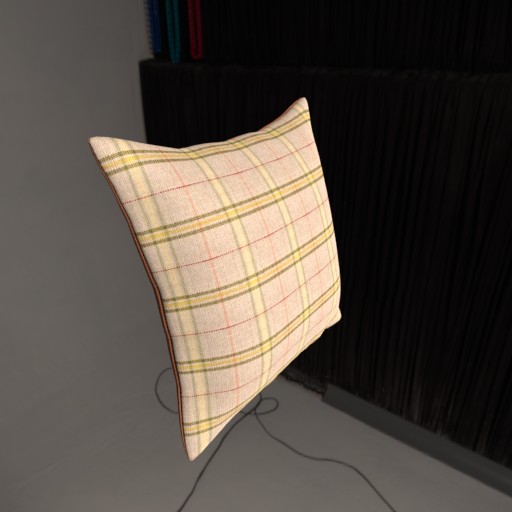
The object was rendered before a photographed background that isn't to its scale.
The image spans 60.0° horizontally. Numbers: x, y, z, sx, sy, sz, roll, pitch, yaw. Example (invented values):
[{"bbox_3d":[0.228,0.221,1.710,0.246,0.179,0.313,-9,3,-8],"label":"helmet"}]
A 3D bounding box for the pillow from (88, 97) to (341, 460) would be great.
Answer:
[{"bbox_3d":[0.000,0.000,0.703,0.200,0.430,0.453,18,31,32],"label":"pillow"}]
